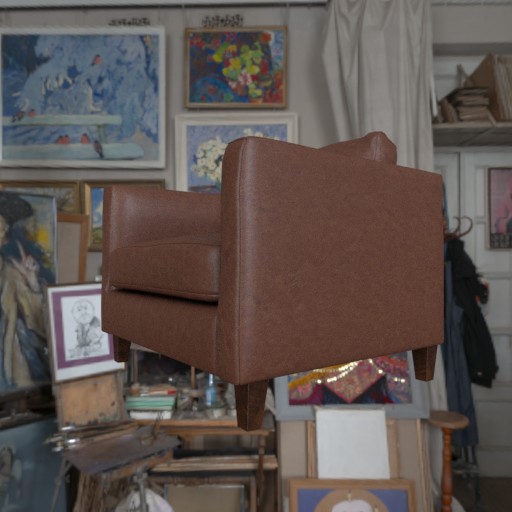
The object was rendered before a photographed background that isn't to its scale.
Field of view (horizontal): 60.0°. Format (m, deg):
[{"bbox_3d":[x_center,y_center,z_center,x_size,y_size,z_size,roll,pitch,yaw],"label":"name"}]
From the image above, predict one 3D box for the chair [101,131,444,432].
[{"bbox_3d":[0.000,0.000,1.783,0.959,0.917,1.107,0,-1,-37],"label":"chair"}]
